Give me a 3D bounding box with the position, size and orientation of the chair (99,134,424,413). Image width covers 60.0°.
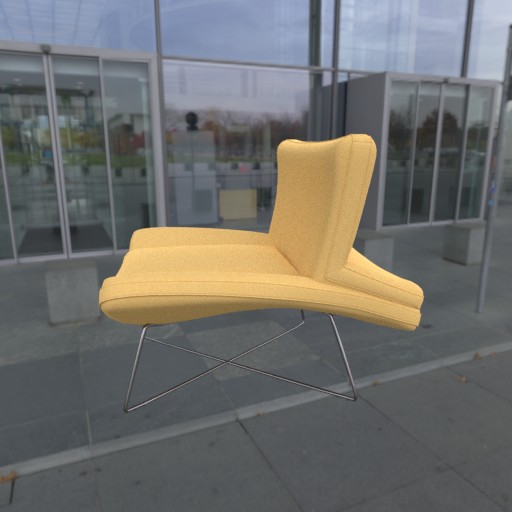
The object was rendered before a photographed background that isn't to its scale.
[{"bbox_3d":[0.000,0.000,1.651,1.008,0.855,0.859,-2,14,-8],"label":"chair"}]
